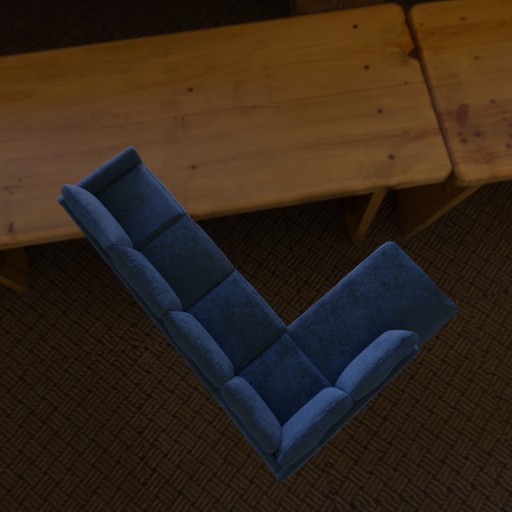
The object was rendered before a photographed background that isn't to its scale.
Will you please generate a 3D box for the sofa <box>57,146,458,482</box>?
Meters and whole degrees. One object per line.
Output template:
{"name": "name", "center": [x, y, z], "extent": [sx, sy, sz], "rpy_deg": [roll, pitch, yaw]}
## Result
{"name": "sofa", "center": [0.000, 0.000, 3.826], "extent": [2.007, 0.815, 2.949], "rpy_deg": [-40, 78, -10]}
